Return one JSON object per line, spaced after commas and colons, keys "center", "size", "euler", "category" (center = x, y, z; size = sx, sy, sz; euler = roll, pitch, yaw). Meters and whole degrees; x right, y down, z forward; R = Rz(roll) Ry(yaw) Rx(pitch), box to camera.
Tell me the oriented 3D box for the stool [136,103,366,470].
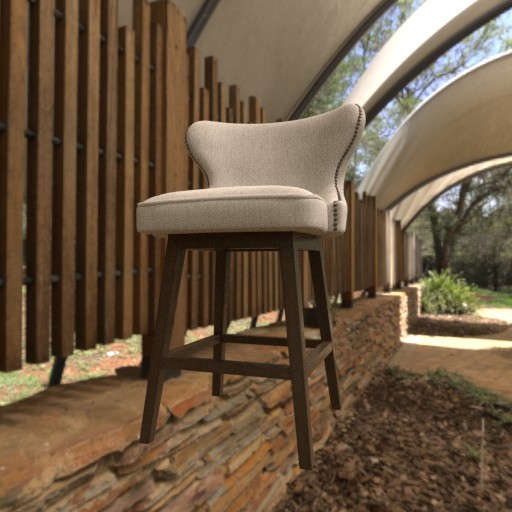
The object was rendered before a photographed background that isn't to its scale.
{"center": [0.000, 0.000, 1.323], "size": [0.615, 0.972, 0.597], "euler": [0, -1, 20], "category": "stool"}
